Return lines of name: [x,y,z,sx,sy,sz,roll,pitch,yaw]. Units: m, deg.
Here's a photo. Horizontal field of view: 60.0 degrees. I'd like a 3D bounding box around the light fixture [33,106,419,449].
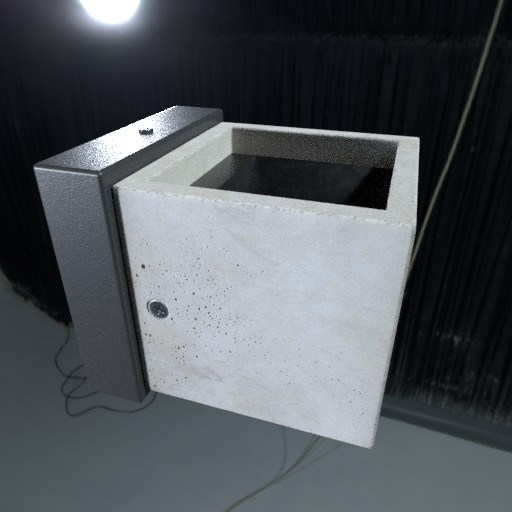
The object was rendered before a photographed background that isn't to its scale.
light fixture: [0.000,0.000,0.230,0.143,0.121,0.121,9,31,16]
